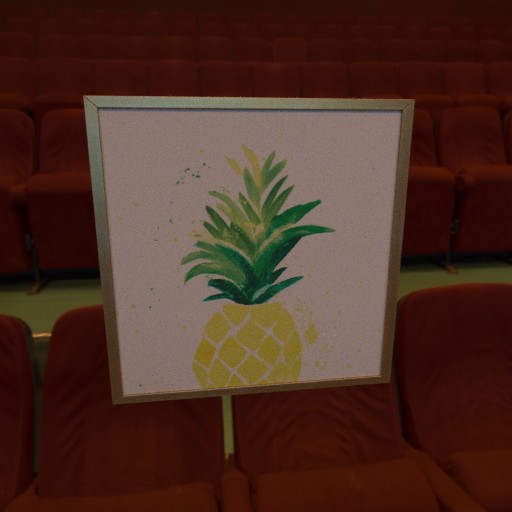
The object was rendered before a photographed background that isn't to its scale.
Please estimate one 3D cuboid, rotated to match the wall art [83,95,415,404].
[{"bbox_3d":[0.000,0.000,0.758,0.510,0.509,0.033,-2,15,-8],"label":"wall art"}]
